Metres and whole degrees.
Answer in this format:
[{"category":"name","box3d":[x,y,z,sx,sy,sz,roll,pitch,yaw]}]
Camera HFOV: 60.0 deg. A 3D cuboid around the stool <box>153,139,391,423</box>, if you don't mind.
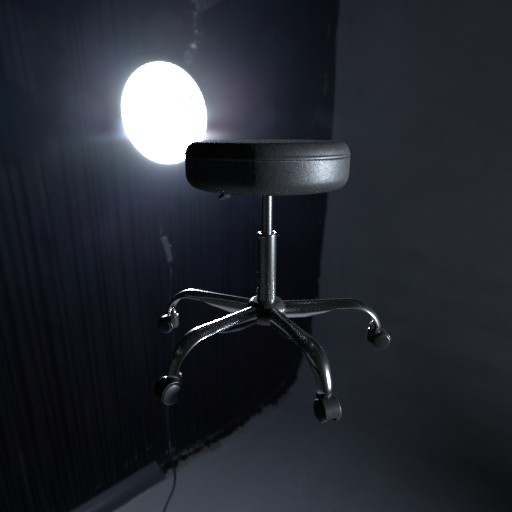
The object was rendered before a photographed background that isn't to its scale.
[{"category":"stool","box3d":[0.000,0.000,1.146,0.673,0.576,0.638,15,22,42]}]
